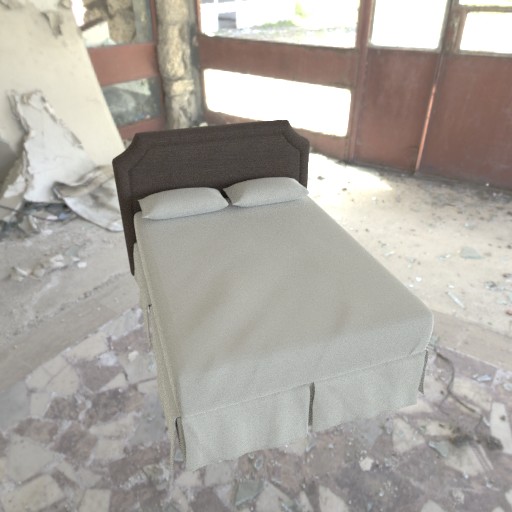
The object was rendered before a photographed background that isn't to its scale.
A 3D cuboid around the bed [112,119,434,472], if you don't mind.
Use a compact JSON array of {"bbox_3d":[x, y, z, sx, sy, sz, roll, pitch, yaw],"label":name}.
[{"bbox_3d":[0.000,0.000,3.109,1.693,1.290,2.116,-10,33,-16],"label":"bed"}]
